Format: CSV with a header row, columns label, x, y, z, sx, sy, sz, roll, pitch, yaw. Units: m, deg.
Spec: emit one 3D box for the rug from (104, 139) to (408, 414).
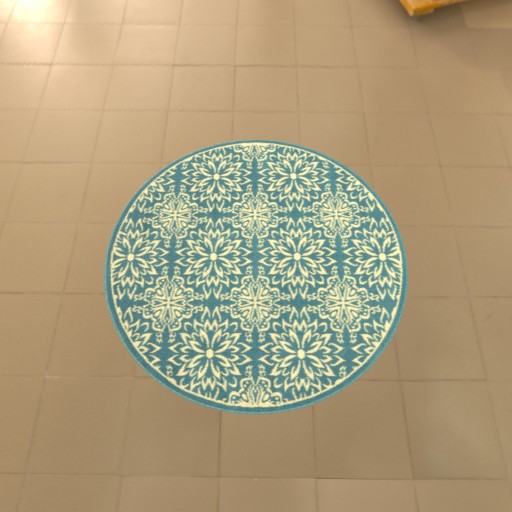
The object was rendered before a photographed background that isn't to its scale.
label,x,y,z,sx,sy,sz,roll,pitch,yaw
rug,0.000,0.000,2.349,1.593,0.012,1.593,0,63,0
